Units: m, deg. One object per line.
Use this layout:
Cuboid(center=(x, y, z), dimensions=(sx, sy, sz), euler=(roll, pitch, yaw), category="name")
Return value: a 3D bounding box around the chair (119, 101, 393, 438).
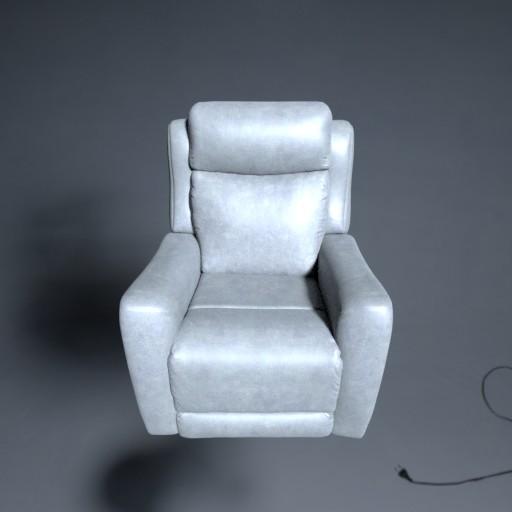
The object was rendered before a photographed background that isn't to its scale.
Cuboid(center=(0.000, 0.000, 1.924), dimensions=(0.967, 1.116, 1.068), euler=(1, 31, 1), category="chair")
